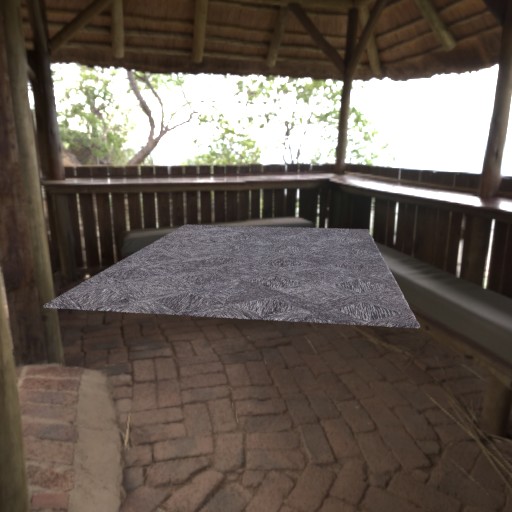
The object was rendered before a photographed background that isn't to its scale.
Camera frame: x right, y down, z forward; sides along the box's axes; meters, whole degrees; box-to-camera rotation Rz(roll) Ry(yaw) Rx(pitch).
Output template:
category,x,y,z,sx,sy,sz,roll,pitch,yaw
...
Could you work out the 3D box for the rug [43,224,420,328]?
category,x,y,z,sx,sy,sz,roll,pitch,yaw
rug,0.000,0.000,4.329,2.448,0.017,3.204,2,14,8
